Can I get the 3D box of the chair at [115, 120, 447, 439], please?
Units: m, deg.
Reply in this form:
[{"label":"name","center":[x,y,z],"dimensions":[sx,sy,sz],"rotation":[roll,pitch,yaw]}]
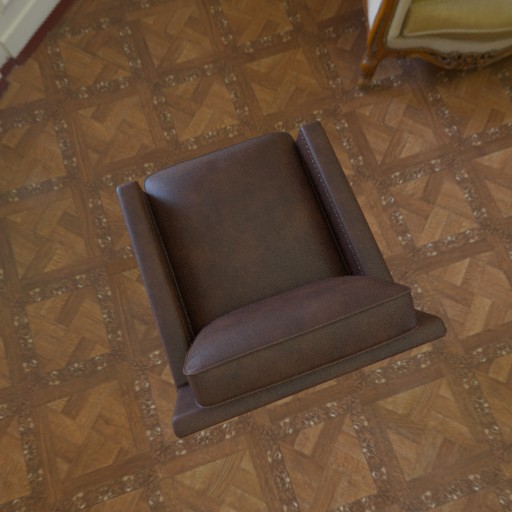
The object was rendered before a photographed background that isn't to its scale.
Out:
[{"label":"chair","center":[0.000,0.000,1.717],"dimensions":[0.853,0.929,1.014],"rotation":[-20,76,-5]}]
